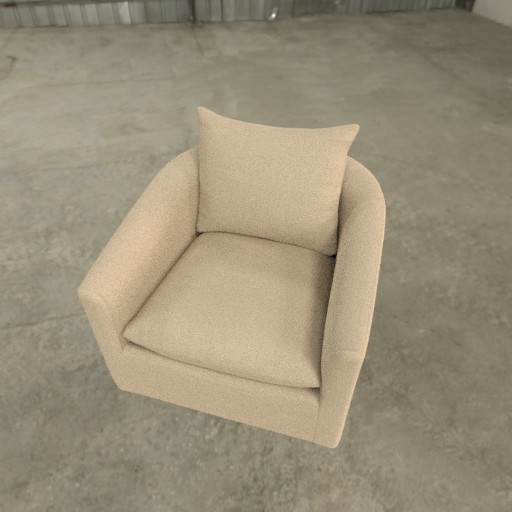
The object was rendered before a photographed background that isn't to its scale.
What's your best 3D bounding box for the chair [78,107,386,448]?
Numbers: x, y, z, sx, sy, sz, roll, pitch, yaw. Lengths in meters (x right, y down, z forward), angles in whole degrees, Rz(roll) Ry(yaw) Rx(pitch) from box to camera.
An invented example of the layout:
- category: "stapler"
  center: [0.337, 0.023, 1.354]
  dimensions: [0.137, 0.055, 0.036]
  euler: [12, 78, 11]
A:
- category: "chair"
  center: [0.000, 0.000, 1.612]
  dimensions: [0.845, 0.848, 0.910]
  euler: [11, 42, 12]
